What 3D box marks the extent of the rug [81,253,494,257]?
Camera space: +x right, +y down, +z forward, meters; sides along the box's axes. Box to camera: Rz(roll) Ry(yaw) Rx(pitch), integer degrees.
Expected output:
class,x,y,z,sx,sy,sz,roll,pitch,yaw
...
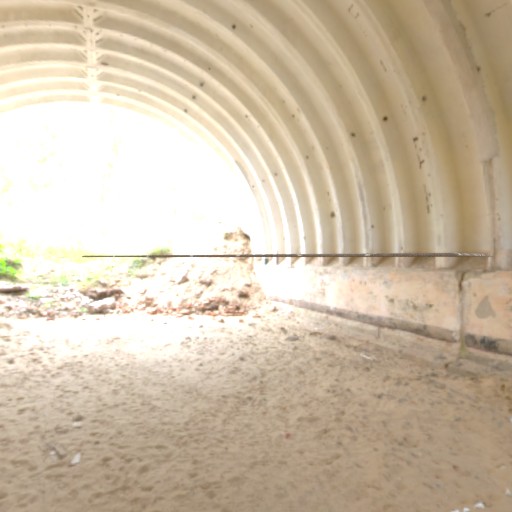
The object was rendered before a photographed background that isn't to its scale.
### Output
class,x,y,z,sx,sy,sz,roll,pitch,yaw
rug,0.000,0.000,2.690,2.464,0.012,0.773,0,0,36
